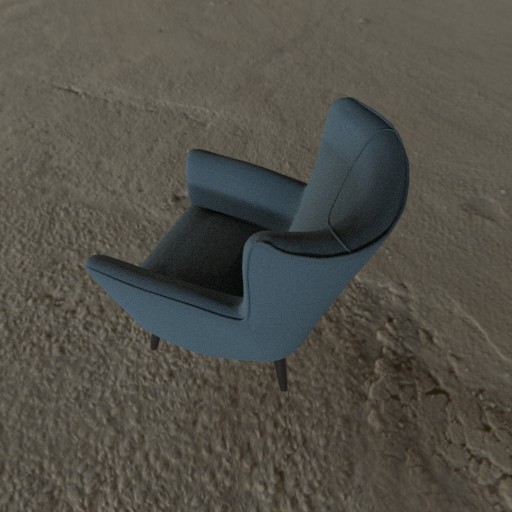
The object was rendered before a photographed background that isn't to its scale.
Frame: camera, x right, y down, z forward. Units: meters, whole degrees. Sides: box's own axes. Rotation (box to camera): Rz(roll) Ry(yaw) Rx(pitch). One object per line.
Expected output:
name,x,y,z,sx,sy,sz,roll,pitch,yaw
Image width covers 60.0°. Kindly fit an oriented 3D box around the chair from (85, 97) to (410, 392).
chair,0.000,0.000,1.599,0.888,0.933,0.781,16,48,16
